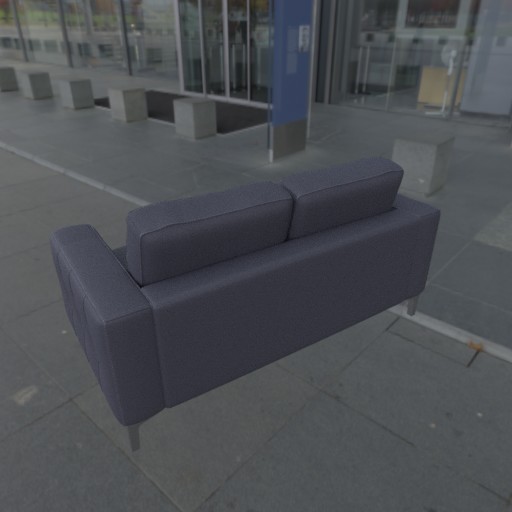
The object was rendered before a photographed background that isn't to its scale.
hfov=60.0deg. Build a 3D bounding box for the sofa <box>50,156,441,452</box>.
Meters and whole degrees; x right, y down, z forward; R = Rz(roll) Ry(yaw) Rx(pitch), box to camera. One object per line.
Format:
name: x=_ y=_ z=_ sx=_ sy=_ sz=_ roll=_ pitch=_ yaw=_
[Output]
sofa: x=0.000 y=0.000 z=2.181 sx=1.726 sy=0.893 sz=0.833 roll=-17 pitch=33 yaw=-29
